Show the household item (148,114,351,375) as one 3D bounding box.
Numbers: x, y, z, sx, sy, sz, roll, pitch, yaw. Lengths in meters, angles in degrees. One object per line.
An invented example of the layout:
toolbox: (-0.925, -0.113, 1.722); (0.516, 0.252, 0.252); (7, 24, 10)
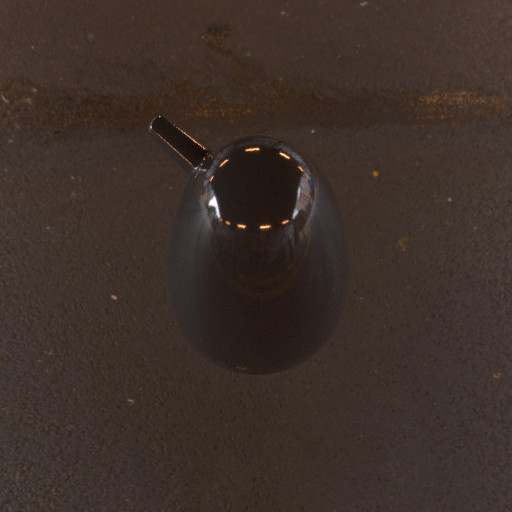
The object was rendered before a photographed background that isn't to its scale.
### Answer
household item: (0.000, 0.000, 0.225); (0.104, 0.152, 0.102); (32, 68, 15)
